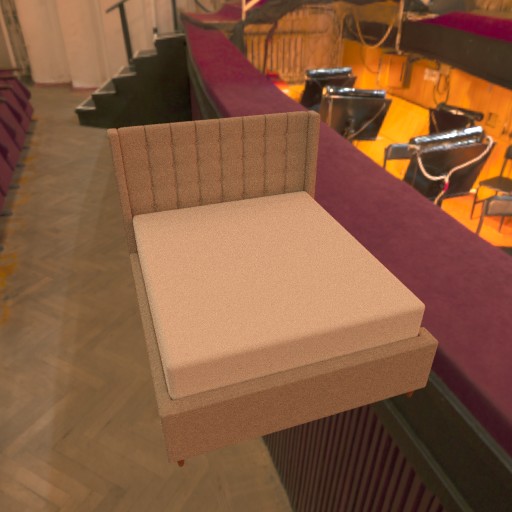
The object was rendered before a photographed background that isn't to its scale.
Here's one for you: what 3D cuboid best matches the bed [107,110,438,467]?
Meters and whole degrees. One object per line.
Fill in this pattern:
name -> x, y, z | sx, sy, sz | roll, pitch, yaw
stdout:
bed -> 0.000, 0.000, 3.793 | 2.045, 1.743, 2.370 | -10, 34, -16
